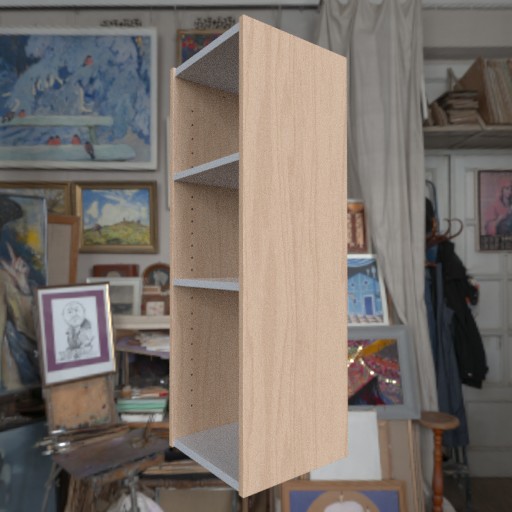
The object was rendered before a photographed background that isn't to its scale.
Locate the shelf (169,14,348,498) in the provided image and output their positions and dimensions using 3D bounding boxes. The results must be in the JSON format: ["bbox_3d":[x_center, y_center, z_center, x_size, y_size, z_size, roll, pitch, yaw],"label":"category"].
[{"bbox_3d":[0.000,0.000,1.031,0.290,0.900,0.300,1,-1,-38],"label":"shelf"}]
